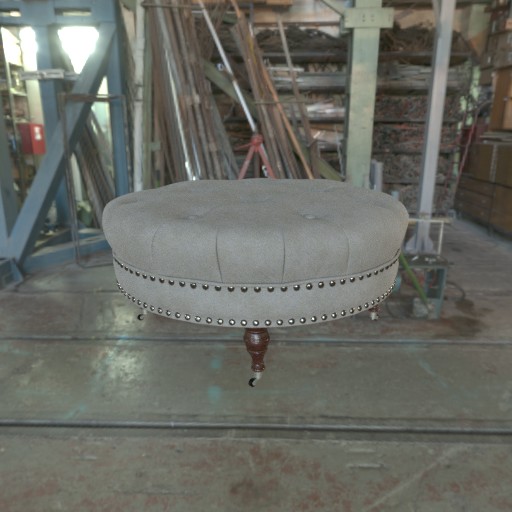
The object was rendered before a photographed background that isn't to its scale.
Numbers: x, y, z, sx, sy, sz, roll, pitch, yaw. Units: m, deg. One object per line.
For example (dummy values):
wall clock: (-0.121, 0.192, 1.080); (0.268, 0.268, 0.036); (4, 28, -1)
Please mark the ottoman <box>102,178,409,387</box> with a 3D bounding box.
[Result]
ottoman: (0.000, 0.000, 1.396); (0.901, 0.439, 0.901); (0, 16, 0)
